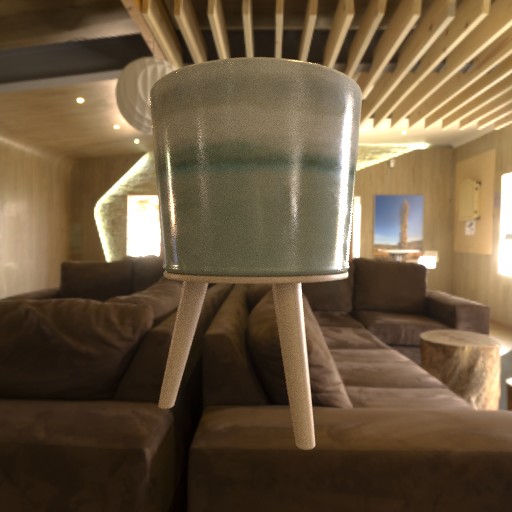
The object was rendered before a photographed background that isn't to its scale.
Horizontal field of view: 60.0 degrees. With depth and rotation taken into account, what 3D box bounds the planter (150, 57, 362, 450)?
[{"bbox_3d":[0.000,0.000,0.574,0.265,0.404,0.265,0,2,17],"label":"planter"}]
